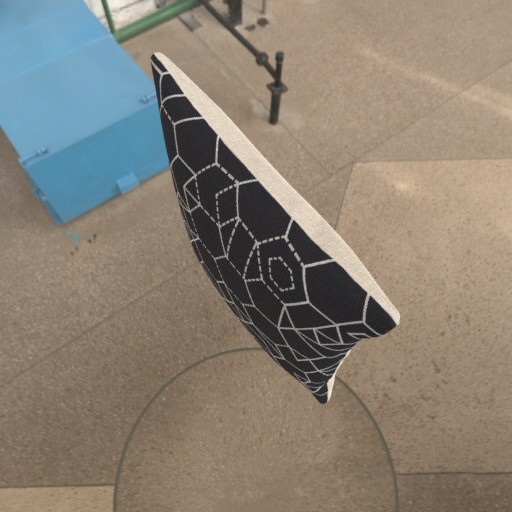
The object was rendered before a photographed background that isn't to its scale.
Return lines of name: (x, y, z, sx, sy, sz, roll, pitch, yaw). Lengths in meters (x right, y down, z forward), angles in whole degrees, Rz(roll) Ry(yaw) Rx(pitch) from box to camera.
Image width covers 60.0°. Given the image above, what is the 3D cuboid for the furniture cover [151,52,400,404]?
furniture cover: (0.000, 0.000, 0.784, 0.158, 0.508, 0.517, -33, 67, -16)
